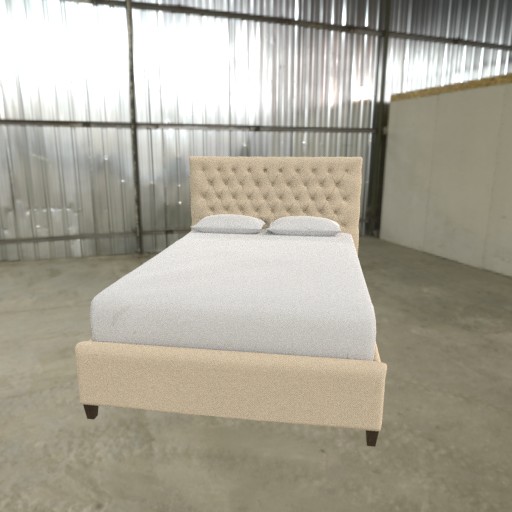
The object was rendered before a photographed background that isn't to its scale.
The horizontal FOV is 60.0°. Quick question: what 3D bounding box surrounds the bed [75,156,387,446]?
[{"bbox_3d":[0.000,0.000,3.385,1.698,1.427,2.387,2,14,8],"label":"bed"}]
